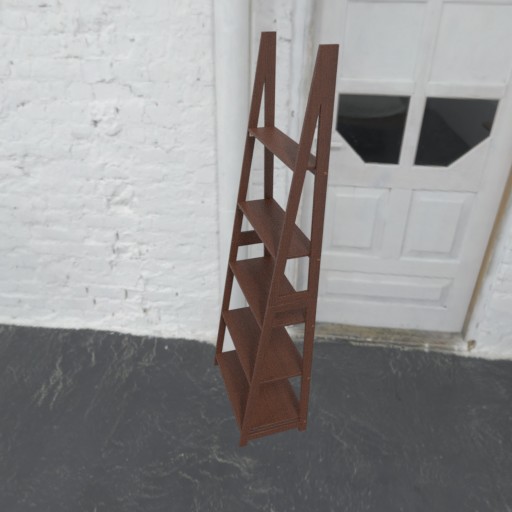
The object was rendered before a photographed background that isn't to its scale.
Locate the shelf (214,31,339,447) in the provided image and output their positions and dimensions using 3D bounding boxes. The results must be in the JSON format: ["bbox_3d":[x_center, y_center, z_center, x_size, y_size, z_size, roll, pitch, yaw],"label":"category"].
[{"bbox_3d":[0.000,0.000,1.999,0.350,1.770,0.600,-9,32,-15],"label":"shelf"}]
